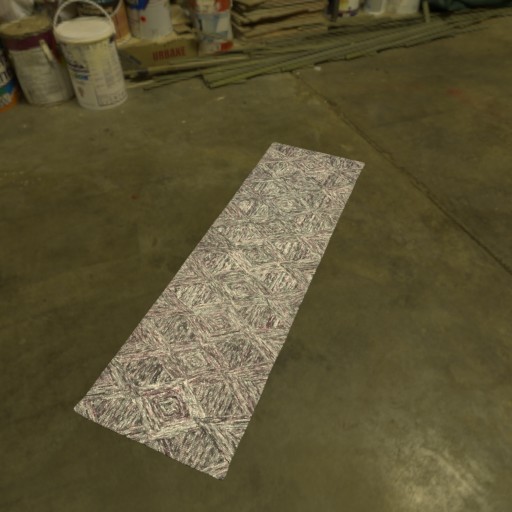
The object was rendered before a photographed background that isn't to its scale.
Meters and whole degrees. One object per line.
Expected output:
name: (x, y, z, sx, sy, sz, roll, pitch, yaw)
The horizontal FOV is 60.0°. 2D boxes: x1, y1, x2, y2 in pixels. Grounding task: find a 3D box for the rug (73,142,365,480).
rug: (0.000, 0.000, 2.520, 0.719, 0.013, 2.305, 17, 48, 16)
